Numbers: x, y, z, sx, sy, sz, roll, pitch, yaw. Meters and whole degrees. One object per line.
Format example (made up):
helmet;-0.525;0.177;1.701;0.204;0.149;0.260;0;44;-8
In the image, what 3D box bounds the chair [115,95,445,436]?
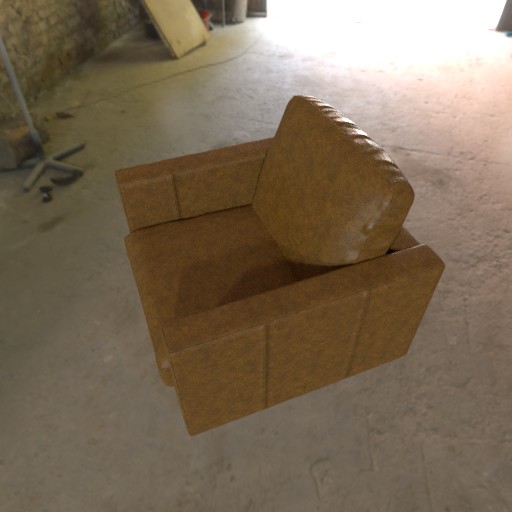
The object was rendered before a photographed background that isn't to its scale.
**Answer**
chair;0.000;0.000;1.677;0.909;0.956;0.890;-16;48;-15
